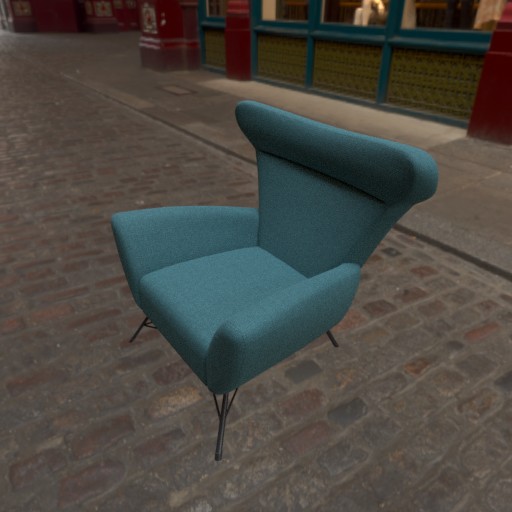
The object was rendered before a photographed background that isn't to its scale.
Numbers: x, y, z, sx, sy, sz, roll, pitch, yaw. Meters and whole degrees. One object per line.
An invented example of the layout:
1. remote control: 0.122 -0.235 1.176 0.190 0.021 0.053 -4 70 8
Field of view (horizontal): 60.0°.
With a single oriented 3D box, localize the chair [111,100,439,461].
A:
1. chair: 0.000 0.000 1.771 0.900 0.980 1.050 -21 37 -31
